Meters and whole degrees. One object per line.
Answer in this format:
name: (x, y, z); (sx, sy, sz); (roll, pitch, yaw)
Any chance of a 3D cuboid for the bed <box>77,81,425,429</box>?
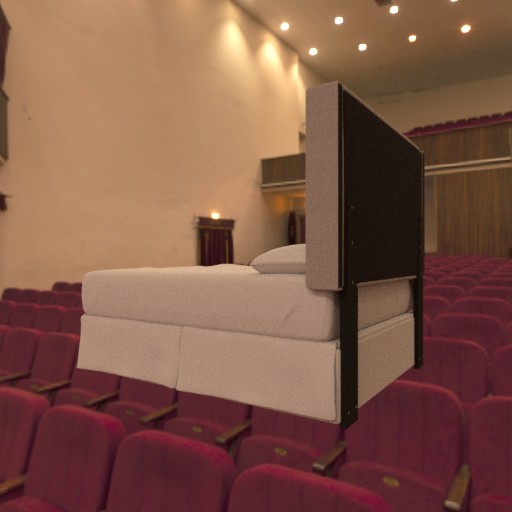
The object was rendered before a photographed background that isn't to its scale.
bed: (0.000, 0.000, 3.333); (2.066, 1.665, 1.719); (0, 0, 34)
